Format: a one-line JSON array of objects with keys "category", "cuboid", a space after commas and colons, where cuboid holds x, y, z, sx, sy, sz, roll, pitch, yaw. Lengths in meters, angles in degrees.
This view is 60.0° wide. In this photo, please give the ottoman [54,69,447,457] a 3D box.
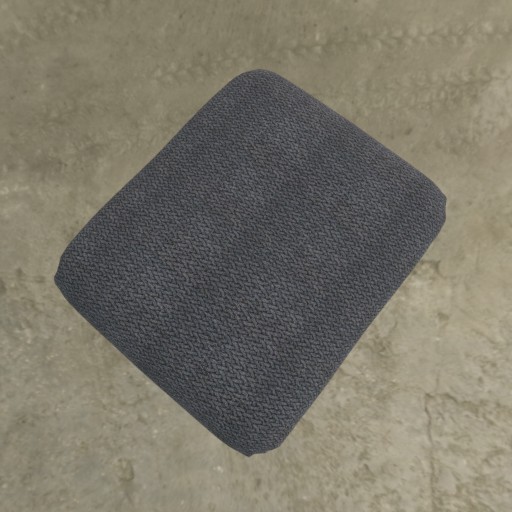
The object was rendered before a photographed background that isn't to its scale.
[{"category": "ottoman", "cuboid": [0.000, 0.000, 1.120, 0.622, 0.450, 0.747, 38, 77, 10]}]
